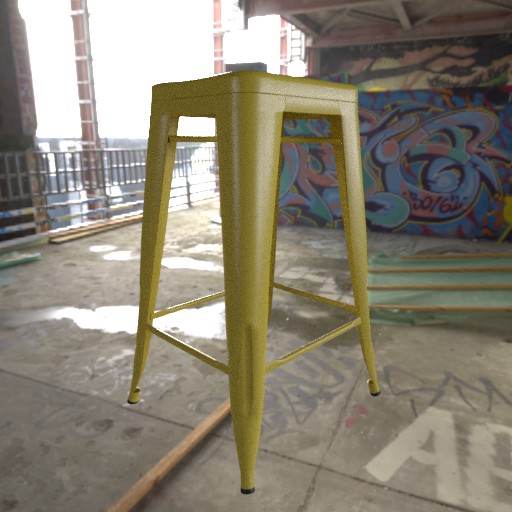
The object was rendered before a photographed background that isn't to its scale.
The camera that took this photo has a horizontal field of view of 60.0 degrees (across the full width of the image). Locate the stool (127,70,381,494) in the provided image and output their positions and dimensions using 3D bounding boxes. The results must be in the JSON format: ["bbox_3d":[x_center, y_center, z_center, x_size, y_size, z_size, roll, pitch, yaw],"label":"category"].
[{"bbox_3d":[0.000,0.000,0.840,0.359,0.609,0.399,14,20,42],"label":"stool"}]
